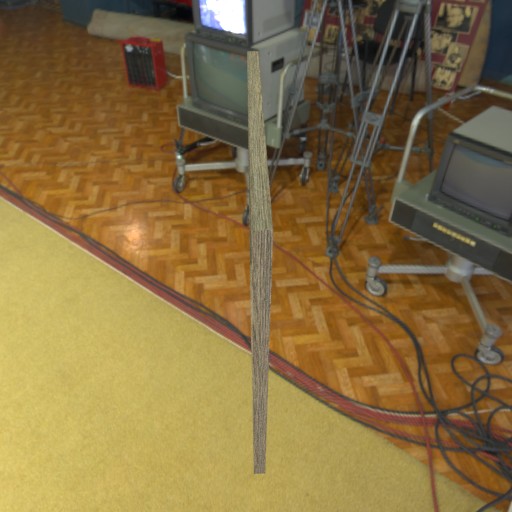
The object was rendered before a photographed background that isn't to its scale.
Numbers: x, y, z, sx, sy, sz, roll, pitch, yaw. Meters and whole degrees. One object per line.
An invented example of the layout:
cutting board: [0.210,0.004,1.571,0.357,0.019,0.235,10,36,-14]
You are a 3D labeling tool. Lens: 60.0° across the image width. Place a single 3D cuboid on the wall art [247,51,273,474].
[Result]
wall art: [0.000,0.000,0.752,0.019,0.508,0.508,-1,41,-1]
